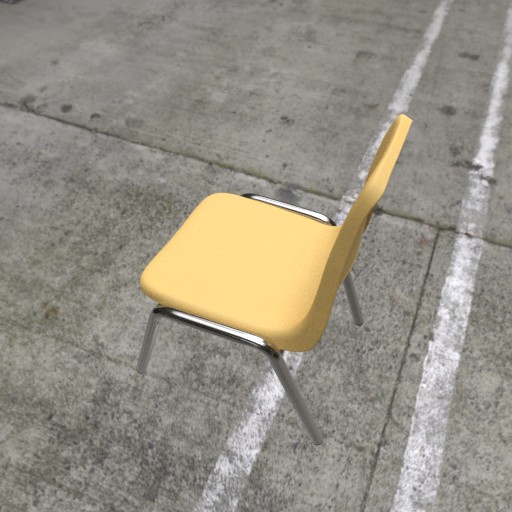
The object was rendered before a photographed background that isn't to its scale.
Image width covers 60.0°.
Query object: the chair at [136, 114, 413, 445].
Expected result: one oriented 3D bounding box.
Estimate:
[{"bbox_3d":[0.000,0.000,0.813,0.423,0.586,0.354,18,49,17],"label":"chair"}]
